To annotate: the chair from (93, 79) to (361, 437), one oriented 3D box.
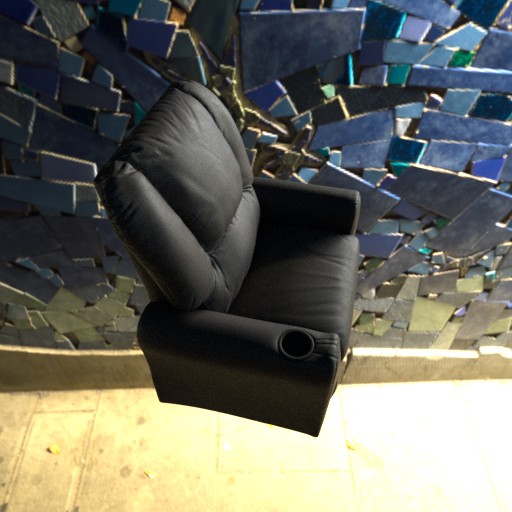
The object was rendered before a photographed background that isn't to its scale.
[{"bbox_3d":[0.000,0.000,1.112,0.521,0.709,0.610,10,47,10],"label":"chair"}]
